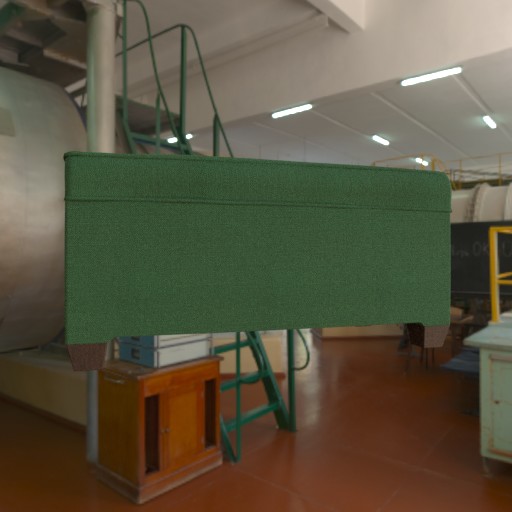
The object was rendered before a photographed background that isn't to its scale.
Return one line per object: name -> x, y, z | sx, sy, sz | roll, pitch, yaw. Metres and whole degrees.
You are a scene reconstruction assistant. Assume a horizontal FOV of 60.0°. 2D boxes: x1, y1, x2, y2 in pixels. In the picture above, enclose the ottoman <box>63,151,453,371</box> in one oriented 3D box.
ottoman -> 0.000, 0.000, 1.223 | 0.957, 0.471, 0.483 | 0, 0, -16
